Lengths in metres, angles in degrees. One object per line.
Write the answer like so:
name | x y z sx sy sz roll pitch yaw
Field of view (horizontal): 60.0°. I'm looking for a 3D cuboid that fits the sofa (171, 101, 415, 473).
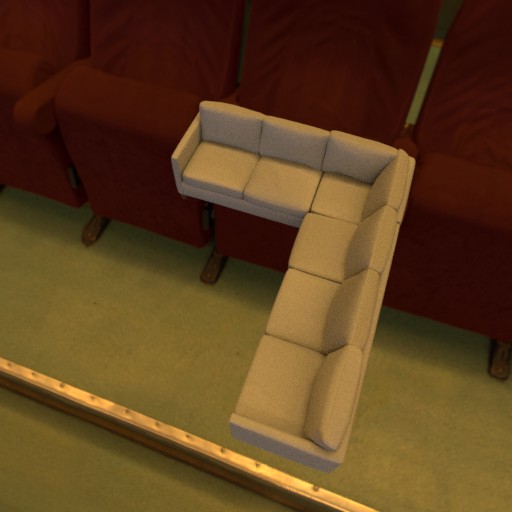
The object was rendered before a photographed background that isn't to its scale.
sofa | 0.000 0.000 4.476 2.592 0.947 3.301 17 60 10
